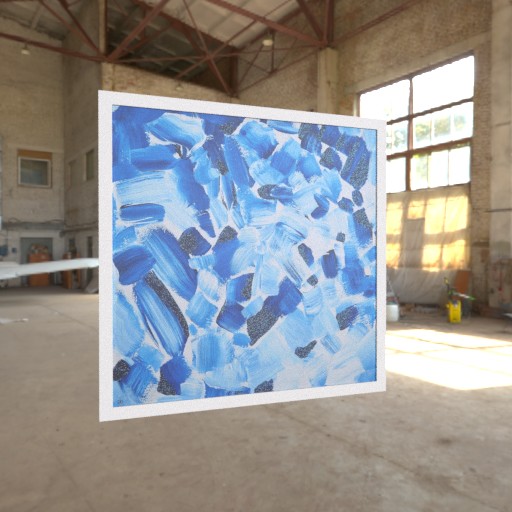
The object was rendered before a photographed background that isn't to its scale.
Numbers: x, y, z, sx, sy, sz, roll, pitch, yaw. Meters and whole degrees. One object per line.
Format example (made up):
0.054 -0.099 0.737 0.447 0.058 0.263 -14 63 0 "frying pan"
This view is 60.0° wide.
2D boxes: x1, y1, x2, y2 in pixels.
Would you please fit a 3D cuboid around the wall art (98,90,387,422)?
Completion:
0.000 0.000 0.988 0.660 0.660 0.015 0 0 -17 "wall art"
